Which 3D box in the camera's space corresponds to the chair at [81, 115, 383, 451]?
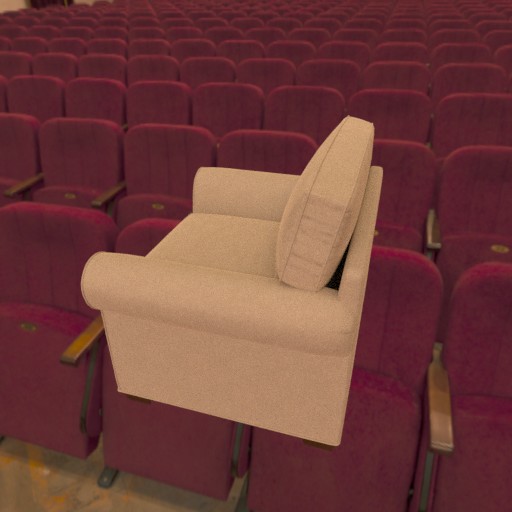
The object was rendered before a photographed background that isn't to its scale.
[{"bbox_3d":[0.000,0.000,1.746,0.863,0.955,1.040,9,32,15],"label":"chair"}]
